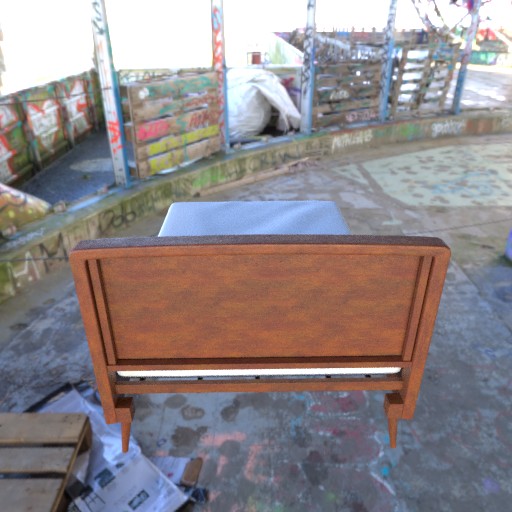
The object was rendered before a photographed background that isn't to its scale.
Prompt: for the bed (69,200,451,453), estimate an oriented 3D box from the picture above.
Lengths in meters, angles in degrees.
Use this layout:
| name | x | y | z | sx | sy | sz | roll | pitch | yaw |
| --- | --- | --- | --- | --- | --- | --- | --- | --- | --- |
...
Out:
| name | x | y | z | sx | sy | sz | roll | pitch | yaw |
| --- | --- | --- | --- | --- | --- | --- | --- | --- | --- |
| bed | 0.000 | 0.000 | 3.076 | 1.587 | 1.275 | 2.196 | -1 | 28 | -1 |
